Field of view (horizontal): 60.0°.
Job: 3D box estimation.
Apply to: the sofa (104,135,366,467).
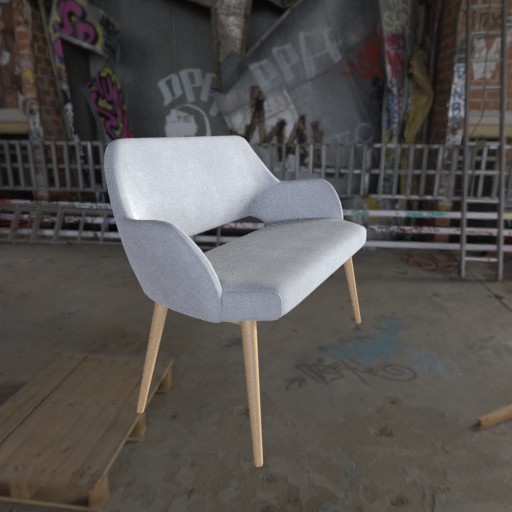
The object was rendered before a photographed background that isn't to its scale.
[{"bbox_3d":[0.000,0.000,1.626,0.610,0.840,1.150,8,18,26],"label":"sofa"}]
